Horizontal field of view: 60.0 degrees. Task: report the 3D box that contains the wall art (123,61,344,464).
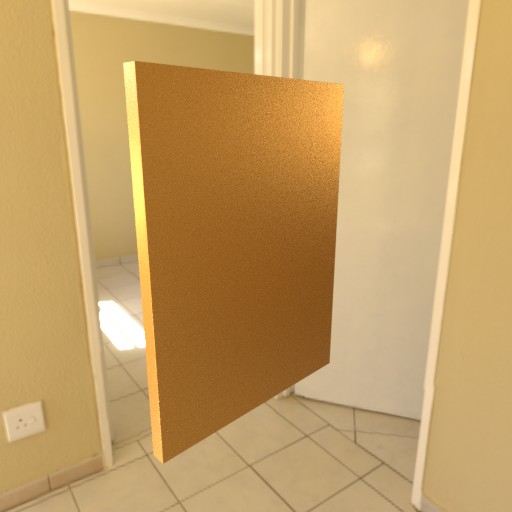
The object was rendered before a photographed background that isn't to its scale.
[{"bbox_3d":[0.000,0.000,1.072,0.610,0.812,0.038,-16,22,-43],"label":"wall art"}]
